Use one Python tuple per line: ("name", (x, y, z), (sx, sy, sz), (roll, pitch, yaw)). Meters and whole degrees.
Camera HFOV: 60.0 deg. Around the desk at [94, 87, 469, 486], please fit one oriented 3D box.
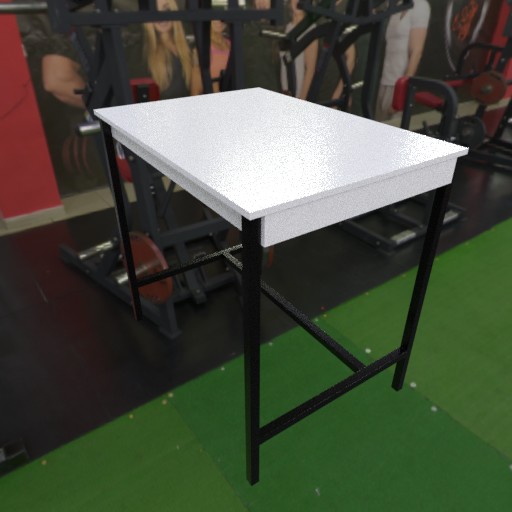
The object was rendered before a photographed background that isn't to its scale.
("desk", (0.000, 0.000, 1.317), (0.573, 0.766, 0.811), (-19, 36, -29))
